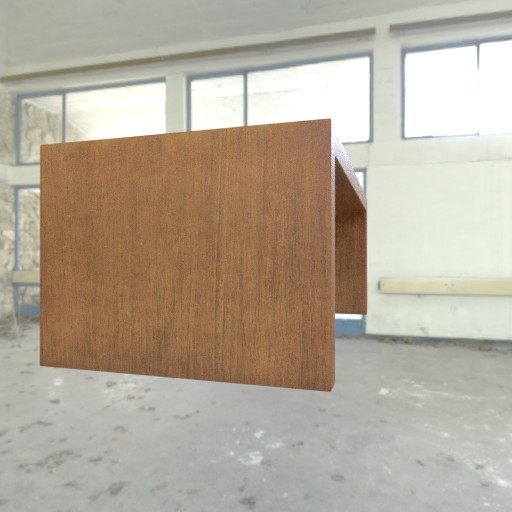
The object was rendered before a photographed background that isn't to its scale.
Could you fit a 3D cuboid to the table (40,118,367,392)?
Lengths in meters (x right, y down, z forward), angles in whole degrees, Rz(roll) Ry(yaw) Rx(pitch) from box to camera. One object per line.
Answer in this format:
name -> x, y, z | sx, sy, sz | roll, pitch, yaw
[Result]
table -> 0.000, 0.000, 1.235 | 0.549, 0.419, 1.000 | 0, 0, 17
